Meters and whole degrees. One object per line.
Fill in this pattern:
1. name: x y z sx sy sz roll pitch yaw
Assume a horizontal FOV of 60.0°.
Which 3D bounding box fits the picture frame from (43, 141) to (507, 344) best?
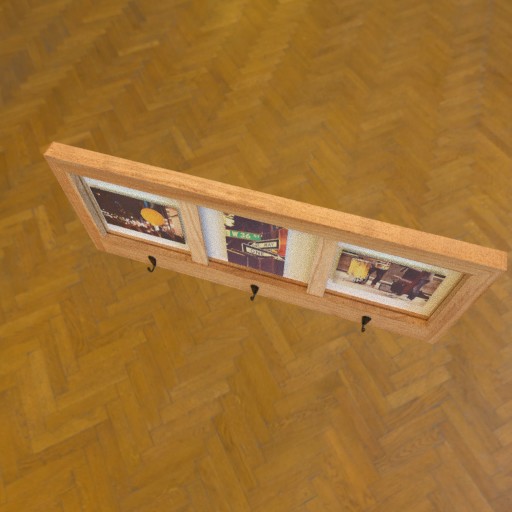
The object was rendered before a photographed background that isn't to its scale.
1. picture frame: 0.000 0.000 0.636 0.582 0.234 0.045 15 60 9
